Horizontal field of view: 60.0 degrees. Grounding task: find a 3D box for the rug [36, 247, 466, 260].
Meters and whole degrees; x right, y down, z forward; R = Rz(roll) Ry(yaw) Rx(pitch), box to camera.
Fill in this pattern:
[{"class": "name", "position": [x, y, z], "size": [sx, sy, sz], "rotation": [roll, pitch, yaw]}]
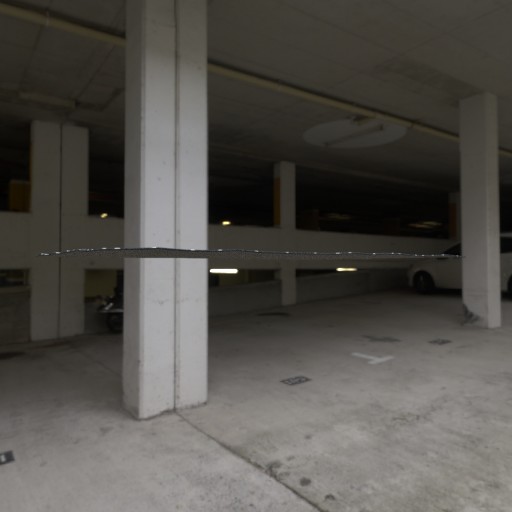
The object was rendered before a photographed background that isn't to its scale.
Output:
[{"class": "rug", "position": [0.000, 0.000, 2.964], "size": [2.448, 0.017, 1.529], "rotation": [1, -2, -35]}]
